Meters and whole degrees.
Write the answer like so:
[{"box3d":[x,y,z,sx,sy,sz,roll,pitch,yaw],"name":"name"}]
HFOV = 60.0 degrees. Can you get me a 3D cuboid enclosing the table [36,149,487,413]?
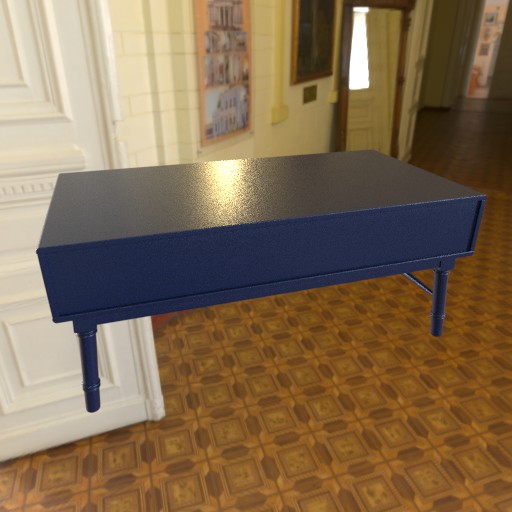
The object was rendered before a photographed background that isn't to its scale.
[{"box3d":[0.000,0.000,1.334,1.067,0.457,0.572,-8,27,-16],"name":"table"}]
